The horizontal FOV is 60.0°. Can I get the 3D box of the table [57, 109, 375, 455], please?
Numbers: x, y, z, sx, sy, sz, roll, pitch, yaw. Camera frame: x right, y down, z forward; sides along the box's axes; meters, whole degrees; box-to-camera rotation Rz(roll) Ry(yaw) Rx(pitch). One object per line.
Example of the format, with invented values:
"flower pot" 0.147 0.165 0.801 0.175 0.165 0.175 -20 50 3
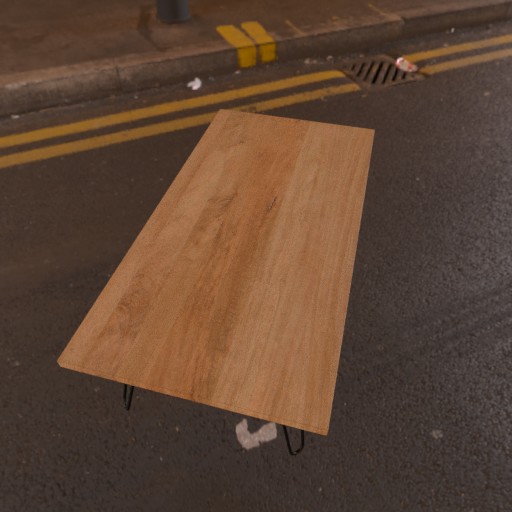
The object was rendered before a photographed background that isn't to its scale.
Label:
"table" 0.000 0.000 1.667 0.699 0.400 1.348 11 47 10
